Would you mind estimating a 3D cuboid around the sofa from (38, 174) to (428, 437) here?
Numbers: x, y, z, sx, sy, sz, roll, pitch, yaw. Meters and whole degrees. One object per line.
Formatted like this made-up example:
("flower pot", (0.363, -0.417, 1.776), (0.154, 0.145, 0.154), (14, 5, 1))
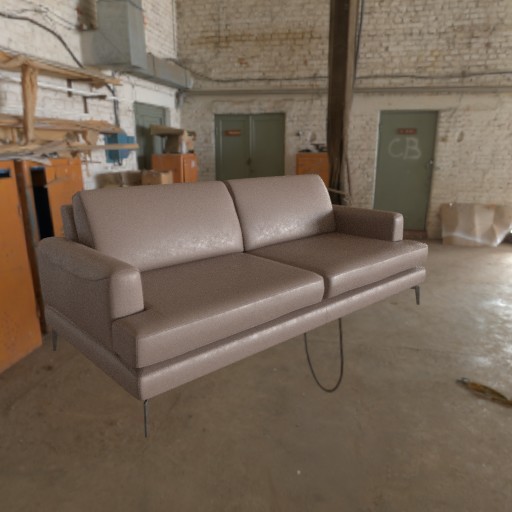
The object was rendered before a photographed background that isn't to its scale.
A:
("sofa", (0.000, 0.000, 2.348), (1.940, 0.765, 0.974), (-13, 19, -41))
